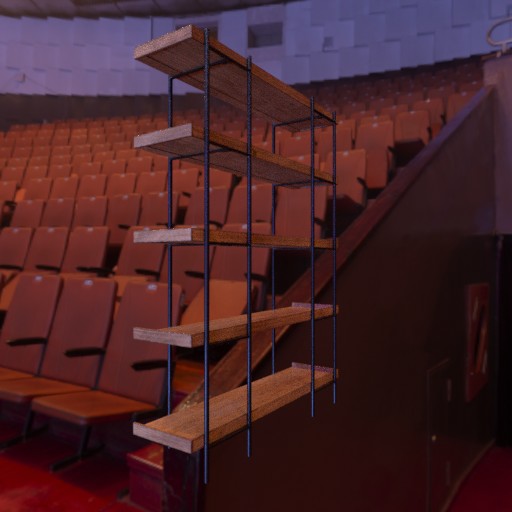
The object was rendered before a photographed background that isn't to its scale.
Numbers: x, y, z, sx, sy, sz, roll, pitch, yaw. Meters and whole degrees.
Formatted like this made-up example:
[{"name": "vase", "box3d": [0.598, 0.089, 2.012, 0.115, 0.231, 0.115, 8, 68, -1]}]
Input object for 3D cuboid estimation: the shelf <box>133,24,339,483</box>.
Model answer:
[{"name": "shelf", "box3d": [0.000, 0.000, 2.384, 0.379, 1.826, 1.371, 0, -1, 35]}]
